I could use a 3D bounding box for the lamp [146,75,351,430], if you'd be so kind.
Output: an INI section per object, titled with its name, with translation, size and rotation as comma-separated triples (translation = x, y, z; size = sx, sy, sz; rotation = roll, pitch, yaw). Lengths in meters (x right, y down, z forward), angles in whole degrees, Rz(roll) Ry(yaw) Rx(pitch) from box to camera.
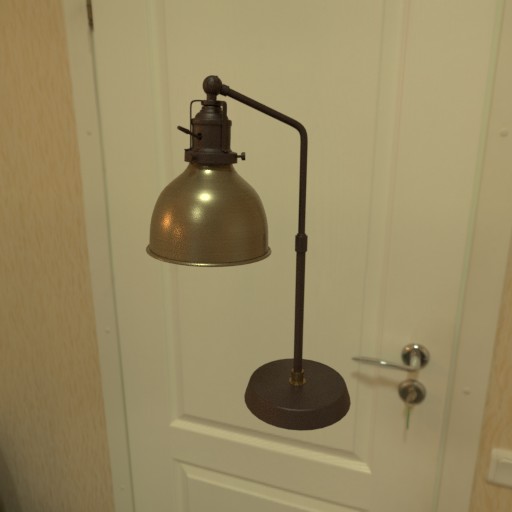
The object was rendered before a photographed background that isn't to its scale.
[lamp]
translation = 0.000, 0.000, 0.621
size = 0.298, 0.469, 0.175
rotation = -3, 16, -9
